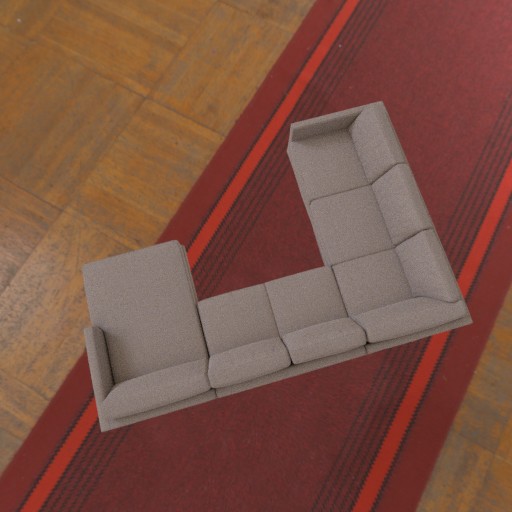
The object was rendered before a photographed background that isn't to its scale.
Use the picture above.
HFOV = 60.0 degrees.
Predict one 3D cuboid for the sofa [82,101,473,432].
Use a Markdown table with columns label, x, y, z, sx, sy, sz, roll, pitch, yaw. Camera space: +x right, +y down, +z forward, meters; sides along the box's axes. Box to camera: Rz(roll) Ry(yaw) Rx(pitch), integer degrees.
| label | x | y | z | sx | sy | sz | roll | pitch | yaw |
| --- | --- | --- | --- | --- | --- | --- | --- | --- | --- |
| sofa | 0.000 | 0.000 | 4.438 | 3.438 | 0.865 | 2.424 | -15 | 75 | -4 |
